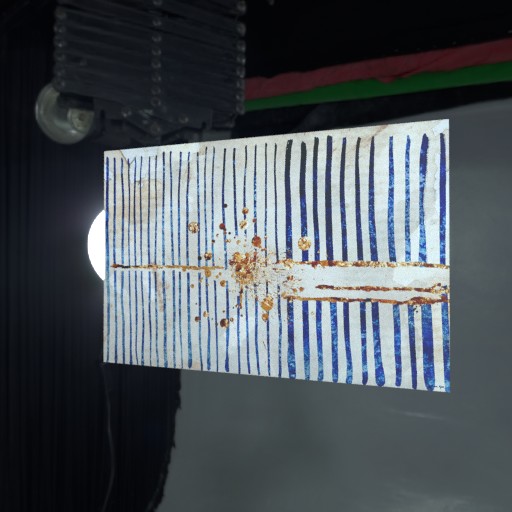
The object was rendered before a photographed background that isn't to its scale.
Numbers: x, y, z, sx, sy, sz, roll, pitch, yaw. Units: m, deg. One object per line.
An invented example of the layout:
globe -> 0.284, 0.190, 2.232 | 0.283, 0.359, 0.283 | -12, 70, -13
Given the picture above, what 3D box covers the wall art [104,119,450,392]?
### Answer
wall art -> 0.000, 0.000, 1.148 | 0.919, 0.609, 0.030 | 0, -1, 19
